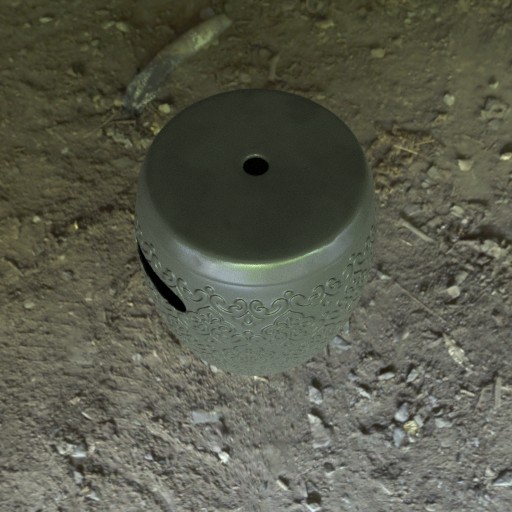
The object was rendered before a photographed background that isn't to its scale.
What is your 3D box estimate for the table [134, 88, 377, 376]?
[{"bbox_3d":[0.000,0.000,0.629,0.309,0.397,0.309,0,61,0],"label":"table"}]
